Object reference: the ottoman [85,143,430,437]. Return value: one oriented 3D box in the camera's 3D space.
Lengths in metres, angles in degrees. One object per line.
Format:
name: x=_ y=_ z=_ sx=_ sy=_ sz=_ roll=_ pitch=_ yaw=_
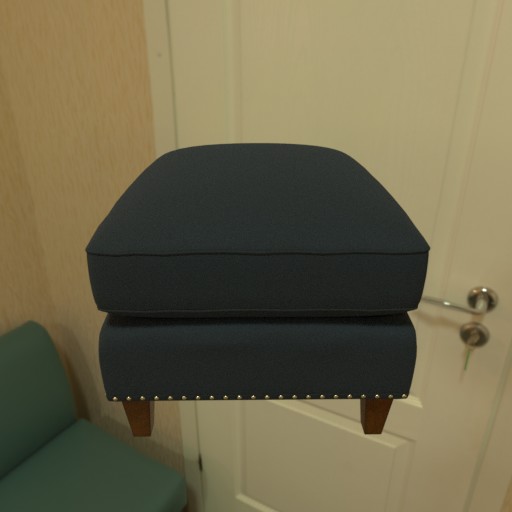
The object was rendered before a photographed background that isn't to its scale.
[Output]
ottoman: x=0.000 y=0.000 z=1.116 sx=0.584 sy=0.513 sz=0.741 roll=0 pitch=24 yaw=-1
